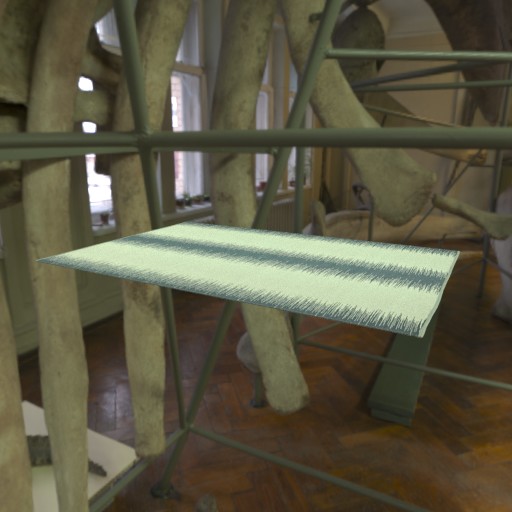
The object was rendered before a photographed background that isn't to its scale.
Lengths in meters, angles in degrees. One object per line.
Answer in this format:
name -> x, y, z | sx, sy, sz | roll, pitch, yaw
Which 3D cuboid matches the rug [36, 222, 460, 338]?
rug -> 0.000, 0.000, 2.310 | 1.854, 0.006, 1.234 | 8, 17, 28
